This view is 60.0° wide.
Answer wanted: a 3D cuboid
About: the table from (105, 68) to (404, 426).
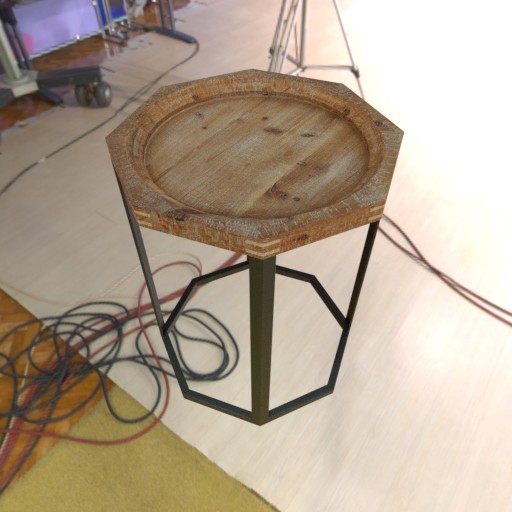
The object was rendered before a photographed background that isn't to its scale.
[{"bbox_3d":[0.000,0.000,0.876,0.458,0.543,0.458,-2,47,-1],"label":"table"}]
